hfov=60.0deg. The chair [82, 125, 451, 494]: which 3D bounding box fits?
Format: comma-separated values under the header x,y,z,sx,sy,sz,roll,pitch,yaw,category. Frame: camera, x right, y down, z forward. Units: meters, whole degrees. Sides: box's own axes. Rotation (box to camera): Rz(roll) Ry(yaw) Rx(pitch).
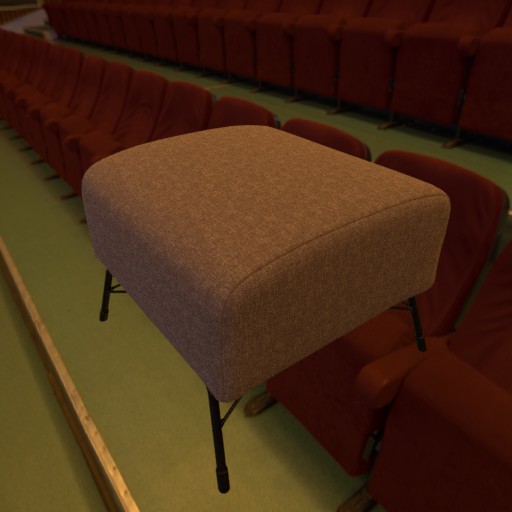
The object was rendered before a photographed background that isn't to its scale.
x,y,z,sx,sy,sz,roll,pitch,yaw,category
0.000,0.000,0.890,0.530,0.410,0.530,-22,38,-31,chair
